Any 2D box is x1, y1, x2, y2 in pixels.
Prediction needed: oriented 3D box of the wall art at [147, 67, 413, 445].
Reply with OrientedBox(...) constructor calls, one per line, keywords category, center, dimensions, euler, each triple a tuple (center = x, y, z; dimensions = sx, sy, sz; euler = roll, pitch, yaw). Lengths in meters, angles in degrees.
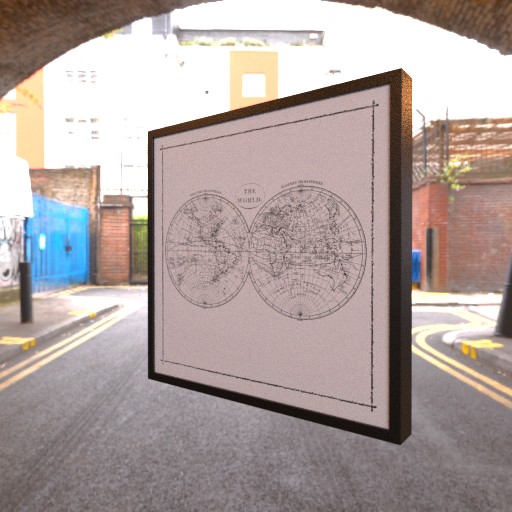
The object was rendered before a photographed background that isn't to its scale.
OrientedBox(category="wall art", center=(0.000, 0.000, 0.483), dimensions=(0.327, 0.318, 0.029), euler=(0, 1, 37))
